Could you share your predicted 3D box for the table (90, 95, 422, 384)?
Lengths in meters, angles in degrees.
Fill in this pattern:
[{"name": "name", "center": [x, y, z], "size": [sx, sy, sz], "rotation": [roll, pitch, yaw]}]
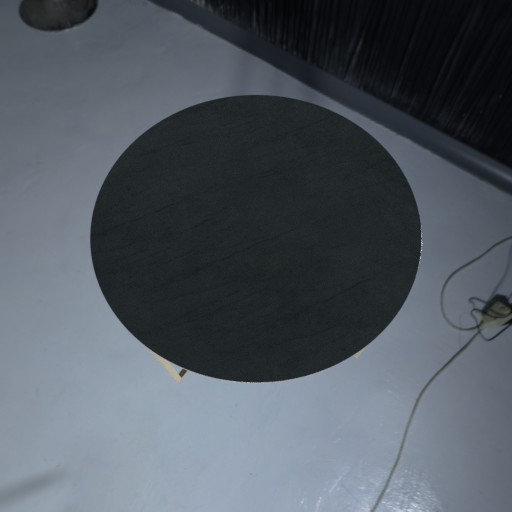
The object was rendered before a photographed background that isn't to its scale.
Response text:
[{"name": "table", "center": [0.000, 0.000, 1.285], "size": [0.800, 0.450, 0.800], "rotation": [0, 64, 0]}]
